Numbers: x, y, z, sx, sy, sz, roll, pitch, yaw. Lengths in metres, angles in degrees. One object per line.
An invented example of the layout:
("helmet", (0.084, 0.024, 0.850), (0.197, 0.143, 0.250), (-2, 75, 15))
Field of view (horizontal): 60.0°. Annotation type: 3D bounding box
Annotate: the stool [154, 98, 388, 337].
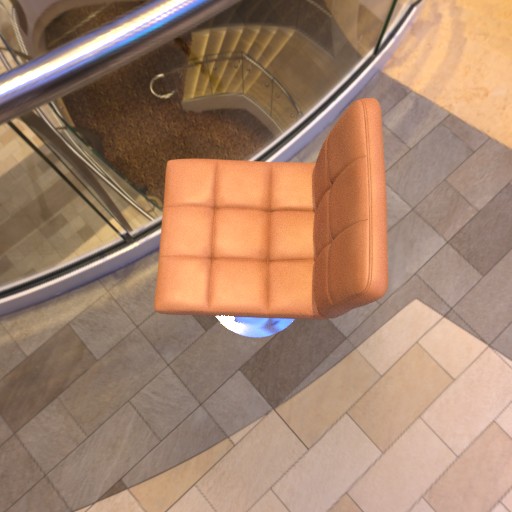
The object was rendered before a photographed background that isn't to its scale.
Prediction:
("stool", (0.000, 0.000, 1.375), (0.505, 1.115, 0.430), (2, 76, 0))
